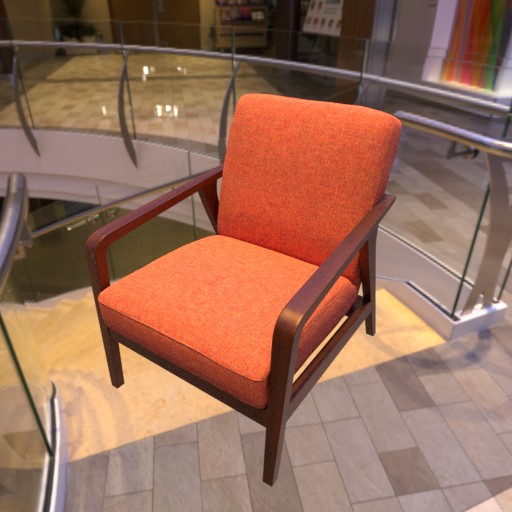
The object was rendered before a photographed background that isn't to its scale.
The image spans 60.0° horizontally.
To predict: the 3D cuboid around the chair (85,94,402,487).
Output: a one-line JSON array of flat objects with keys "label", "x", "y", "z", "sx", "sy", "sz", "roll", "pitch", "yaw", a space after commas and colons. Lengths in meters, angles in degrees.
[{"label": "chair", "x": 0.000, "y": 0.000, "z": 1.476, "sx": 0.719, "sy": 0.890, "sz": 0.860, "roll": 19, "pitch": 36, "yaw": 29}]
